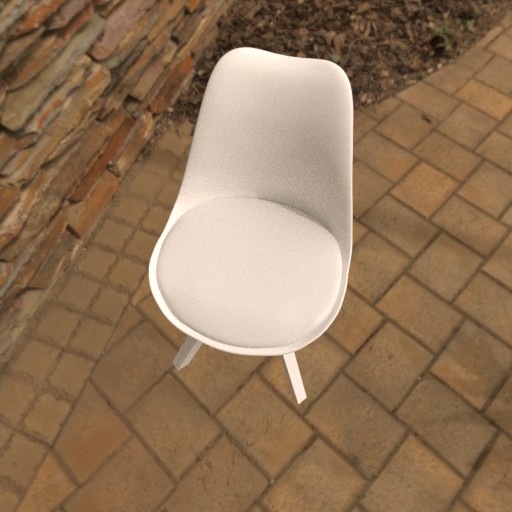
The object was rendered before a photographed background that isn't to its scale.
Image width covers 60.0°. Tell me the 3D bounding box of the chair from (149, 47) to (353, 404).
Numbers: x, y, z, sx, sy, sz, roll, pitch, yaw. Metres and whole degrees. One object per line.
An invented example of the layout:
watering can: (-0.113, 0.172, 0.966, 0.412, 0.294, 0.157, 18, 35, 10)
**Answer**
chair: (0.000, 0.000, 1.184, 0.485, 0.850, 0.550, 13, 60, 8)
